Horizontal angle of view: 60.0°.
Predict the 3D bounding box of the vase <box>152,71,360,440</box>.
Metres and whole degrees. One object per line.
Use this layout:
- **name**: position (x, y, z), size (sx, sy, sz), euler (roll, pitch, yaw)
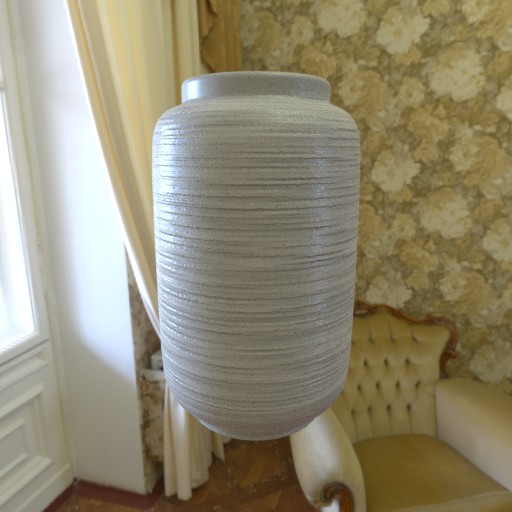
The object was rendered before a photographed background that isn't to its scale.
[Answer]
- **vase**: position (0.000, 0.000, 0.457), size (0.202, 0.335, 0.202), euler (0, 14, 0)
